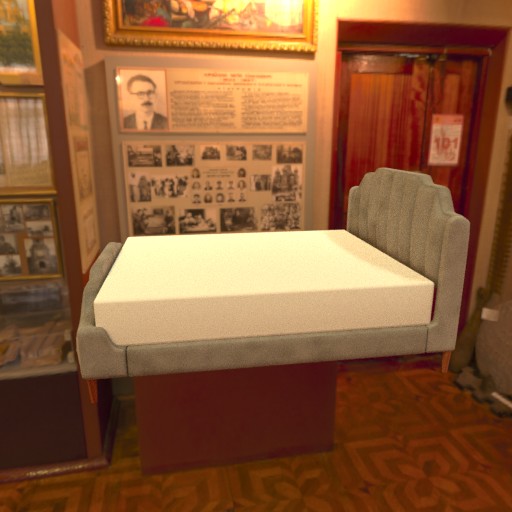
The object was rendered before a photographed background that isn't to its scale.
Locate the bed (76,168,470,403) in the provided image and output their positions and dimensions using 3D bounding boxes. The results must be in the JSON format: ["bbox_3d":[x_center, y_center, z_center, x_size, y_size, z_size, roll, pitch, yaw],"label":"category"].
[{"bbox_3d":[0.000,0.000,3.357,2.340,1.245,1.676,-2,15,-9],"label":"bed"}]
